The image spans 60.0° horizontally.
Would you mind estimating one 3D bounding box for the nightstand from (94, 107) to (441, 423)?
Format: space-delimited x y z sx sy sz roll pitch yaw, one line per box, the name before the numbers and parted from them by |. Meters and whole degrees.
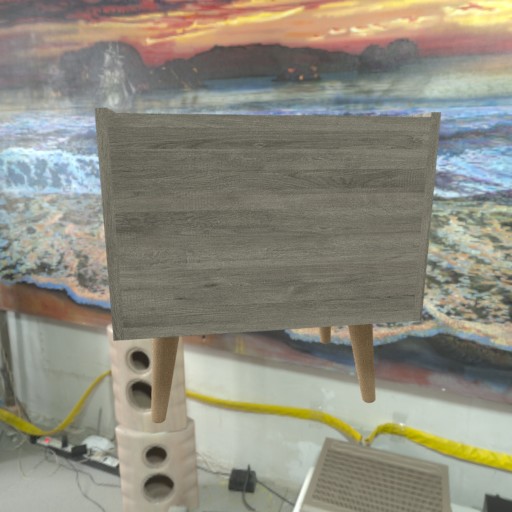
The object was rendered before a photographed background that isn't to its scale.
nightstand | 0.000 0.000 0.844 0.480 0.500 0.380 -2 14 -9
